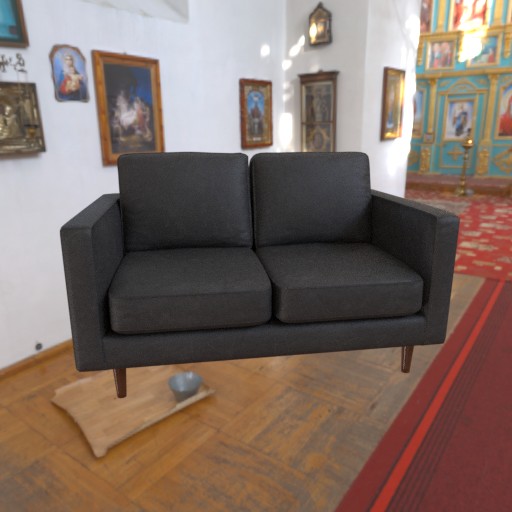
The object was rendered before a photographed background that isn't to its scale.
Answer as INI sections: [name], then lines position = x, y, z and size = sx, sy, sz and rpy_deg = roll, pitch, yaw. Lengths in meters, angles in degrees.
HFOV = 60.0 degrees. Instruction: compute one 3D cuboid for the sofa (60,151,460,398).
[sofa]
position = 0.000, 0.000, 1.989
size = 1.430, 0.899, 0.879
rpy_deg = -2, 16, -9
